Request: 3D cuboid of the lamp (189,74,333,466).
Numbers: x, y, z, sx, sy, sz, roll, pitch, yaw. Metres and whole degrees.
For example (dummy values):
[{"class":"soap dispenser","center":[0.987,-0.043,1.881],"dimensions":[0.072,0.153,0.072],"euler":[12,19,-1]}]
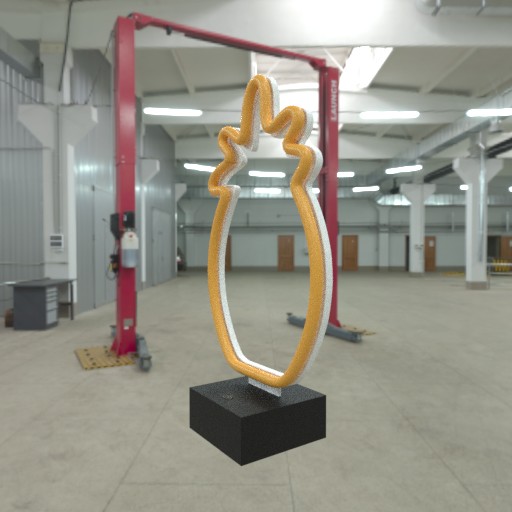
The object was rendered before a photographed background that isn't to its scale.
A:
[{"class":"lamp","center":[0.000,0.000,0.394],"dimensions":[0.088,0.317,0.167],"euler":[-1,2,-35]}]
